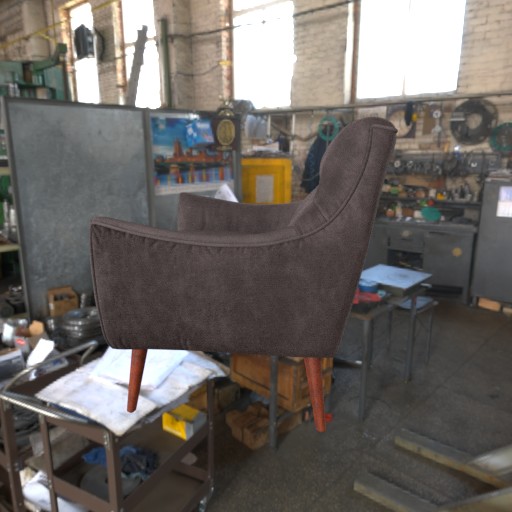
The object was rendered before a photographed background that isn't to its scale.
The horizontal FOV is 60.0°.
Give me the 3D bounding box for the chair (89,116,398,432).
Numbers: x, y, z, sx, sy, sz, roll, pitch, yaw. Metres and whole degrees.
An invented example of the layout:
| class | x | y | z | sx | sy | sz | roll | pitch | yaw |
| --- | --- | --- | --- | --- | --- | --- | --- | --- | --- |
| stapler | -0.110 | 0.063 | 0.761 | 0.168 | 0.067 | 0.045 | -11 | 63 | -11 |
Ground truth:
| class | x | y | z | sx | sy | sz | roll | pitch | yaw |
| --- | --- | --- | --- | --- | --- | --- | --- | --- | --- |
| chair | 0.000 | 0.000 | 1.450 | 0.787 | 0.838 | 0.762 | 2 | 14 | 9 |
